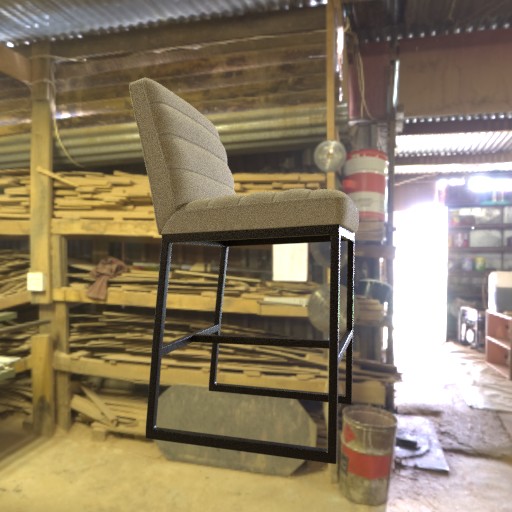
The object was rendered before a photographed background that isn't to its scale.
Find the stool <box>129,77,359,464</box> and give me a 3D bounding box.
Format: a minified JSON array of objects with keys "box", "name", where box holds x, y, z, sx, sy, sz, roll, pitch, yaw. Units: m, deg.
[{"box":[0.000,0.000,1.283,0.560,0.940,0.460,0,0,17],"name":"stool"}]
